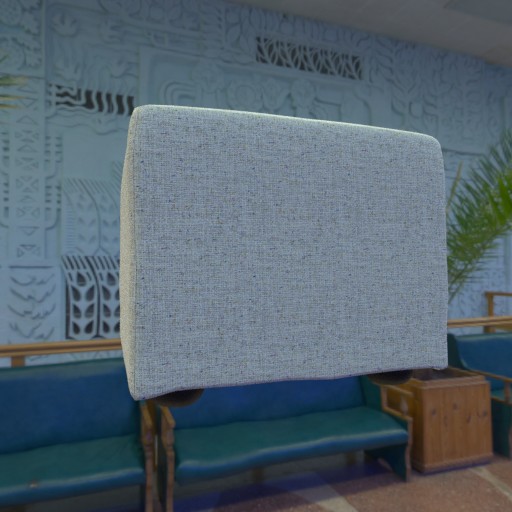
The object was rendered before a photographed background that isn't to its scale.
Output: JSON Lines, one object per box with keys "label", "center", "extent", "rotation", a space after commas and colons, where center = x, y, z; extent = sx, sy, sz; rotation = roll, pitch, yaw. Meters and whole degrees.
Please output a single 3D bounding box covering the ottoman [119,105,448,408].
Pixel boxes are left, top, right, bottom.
{"label": "ottoman", "center": [0.000, 0.000, 0.895], "extent": [0.521, 0.453, 0.512], "rotation": [0, -1, -18]}
